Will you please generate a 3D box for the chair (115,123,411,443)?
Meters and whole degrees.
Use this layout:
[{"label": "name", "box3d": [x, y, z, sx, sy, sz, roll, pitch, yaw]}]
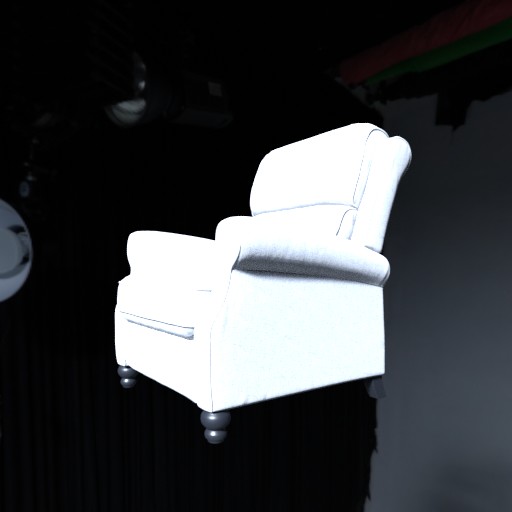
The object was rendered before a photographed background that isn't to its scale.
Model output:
[{"label": "chair", "box3d": [0.000, 0.000, 1.745, 0.919, 1.046, 0.859, 1, -1, -36]}]
